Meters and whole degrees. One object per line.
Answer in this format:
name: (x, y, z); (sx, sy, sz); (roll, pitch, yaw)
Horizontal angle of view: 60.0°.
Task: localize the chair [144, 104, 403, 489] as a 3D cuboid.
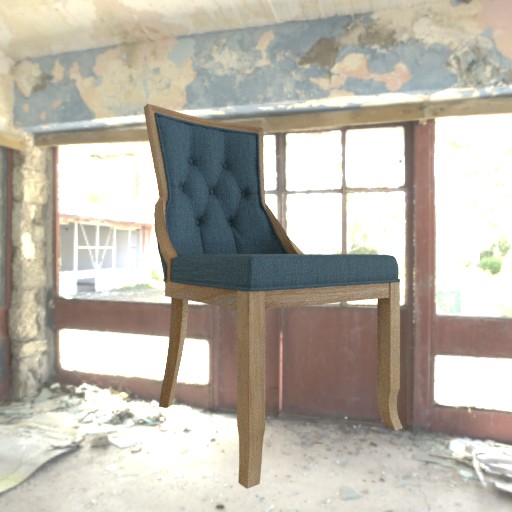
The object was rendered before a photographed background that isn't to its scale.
chair: (0.000, 0.000, 1.309); (0.524, 0.947, 0.641); (0, 1, -37)
